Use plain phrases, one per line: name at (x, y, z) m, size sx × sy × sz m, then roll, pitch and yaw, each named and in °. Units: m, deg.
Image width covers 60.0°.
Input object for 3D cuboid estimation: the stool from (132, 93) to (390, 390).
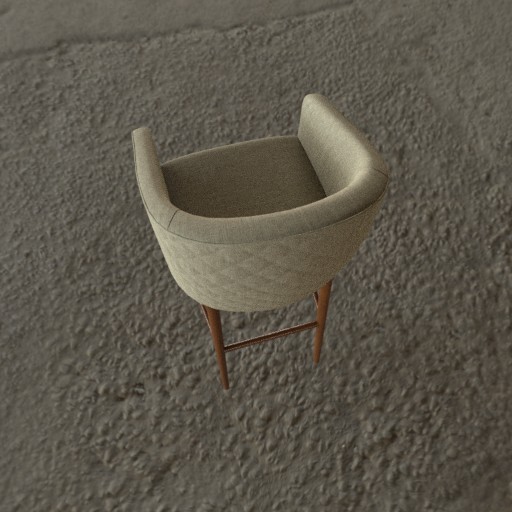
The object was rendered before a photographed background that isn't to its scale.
stool at (0.000, 0.000, 1.413) m, size 0.559 × 1.078 × 0.607 m, roll -14°, pitch 59°, yaw -9°
